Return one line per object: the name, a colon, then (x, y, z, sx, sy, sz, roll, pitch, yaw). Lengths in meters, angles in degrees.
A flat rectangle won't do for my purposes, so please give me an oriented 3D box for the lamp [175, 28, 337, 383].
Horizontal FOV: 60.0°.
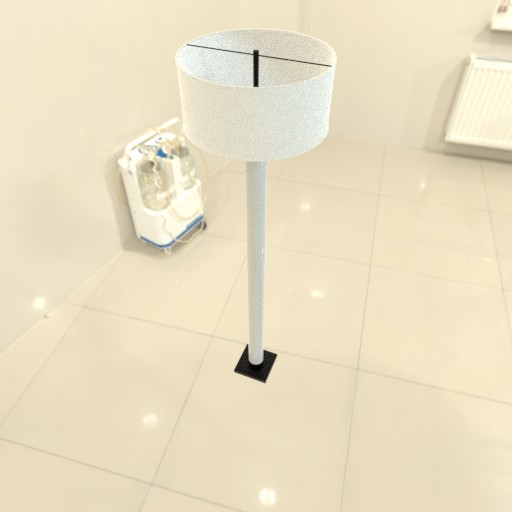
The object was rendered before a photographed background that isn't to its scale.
lamp: (0.000, 0.000, 1.658, 0.420, 1.475, 0.420, 16, 46, 16)
